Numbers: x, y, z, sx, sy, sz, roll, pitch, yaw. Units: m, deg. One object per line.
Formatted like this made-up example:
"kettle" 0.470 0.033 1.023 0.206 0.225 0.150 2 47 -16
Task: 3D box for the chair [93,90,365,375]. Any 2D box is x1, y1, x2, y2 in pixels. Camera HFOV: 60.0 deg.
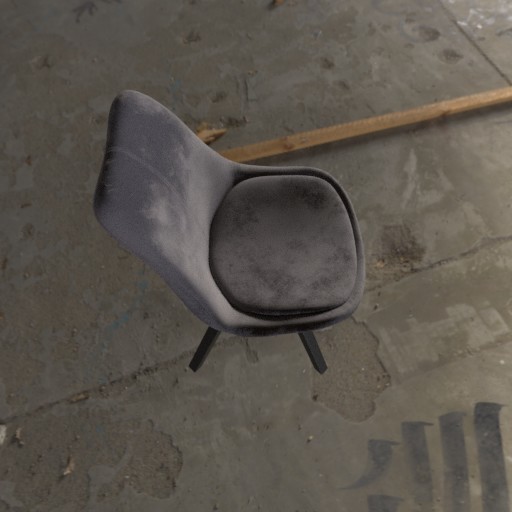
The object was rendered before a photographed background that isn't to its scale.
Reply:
"chair" 0.000 0.000 1.154 0.550 0.850 0.476 -1 63 0
